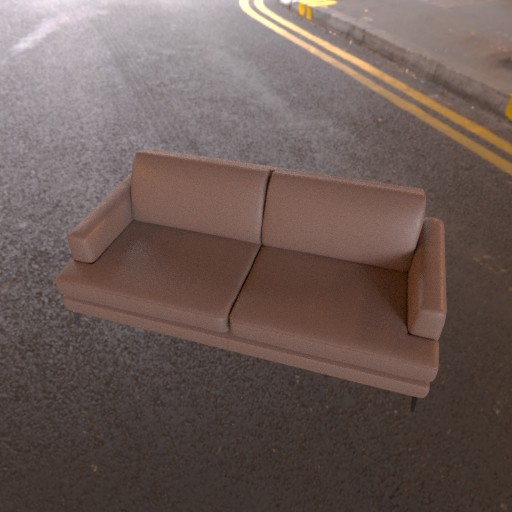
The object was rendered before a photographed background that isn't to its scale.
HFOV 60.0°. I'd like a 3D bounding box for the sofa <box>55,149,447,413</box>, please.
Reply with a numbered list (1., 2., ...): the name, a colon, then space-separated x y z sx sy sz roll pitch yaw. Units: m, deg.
1. sofa: 0.000 0.000 2.440 1.940 0.765 0.974 11 42 13
